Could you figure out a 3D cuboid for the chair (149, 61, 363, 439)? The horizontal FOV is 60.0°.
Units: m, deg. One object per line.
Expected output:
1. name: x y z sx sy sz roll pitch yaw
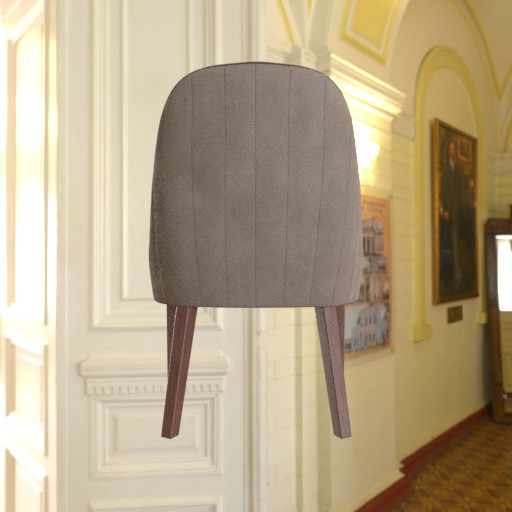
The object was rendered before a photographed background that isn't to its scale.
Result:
1. chair: 0.000 0.000 1.285 0.643 0.889 0.575 0 -1 0
